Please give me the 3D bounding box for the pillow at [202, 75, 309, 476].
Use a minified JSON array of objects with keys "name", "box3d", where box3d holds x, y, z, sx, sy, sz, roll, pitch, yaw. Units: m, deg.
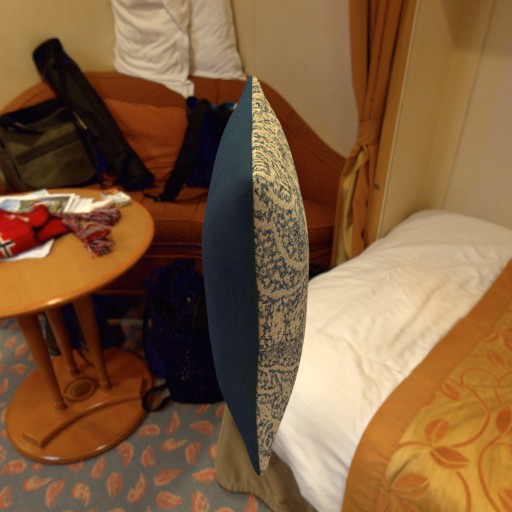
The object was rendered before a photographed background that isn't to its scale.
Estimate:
[{"name":"pillow","box3d":[0.000,0.000,0.788,0.166,0.510,0.523,0,33,0]}]
